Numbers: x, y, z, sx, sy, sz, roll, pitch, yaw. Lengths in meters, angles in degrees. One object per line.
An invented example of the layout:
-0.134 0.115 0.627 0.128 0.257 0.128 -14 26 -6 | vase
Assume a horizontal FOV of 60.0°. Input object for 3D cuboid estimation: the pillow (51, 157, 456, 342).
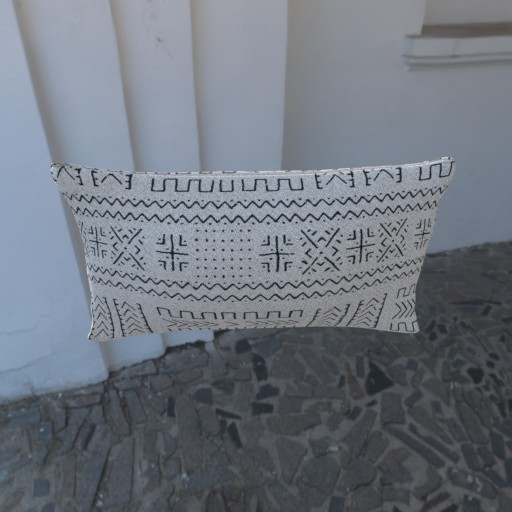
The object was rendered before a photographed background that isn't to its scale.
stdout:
0.000 0.000 0.777 0.637 0.352 0.188 -1 31 -2 | pillow
